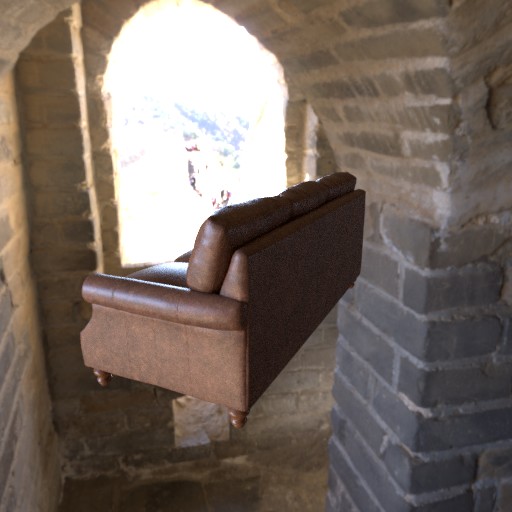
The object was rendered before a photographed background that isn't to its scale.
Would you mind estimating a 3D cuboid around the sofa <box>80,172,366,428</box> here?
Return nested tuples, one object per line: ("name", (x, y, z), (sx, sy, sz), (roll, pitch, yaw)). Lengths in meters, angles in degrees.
("sofa", (0.000, 0.000, 2.950), (0.973, 0.977, 2.351), (7, 18, 25))
